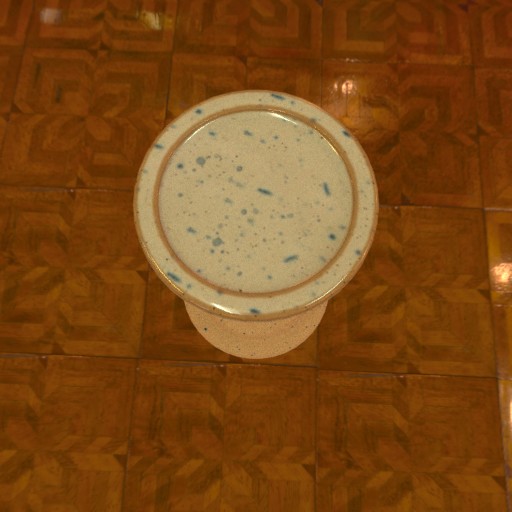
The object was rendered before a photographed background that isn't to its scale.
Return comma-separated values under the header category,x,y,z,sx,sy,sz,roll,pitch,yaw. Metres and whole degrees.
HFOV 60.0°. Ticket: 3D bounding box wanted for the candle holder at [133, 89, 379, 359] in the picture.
category,x,y,z,sx,sy,sz,roll,pitch,yaw
candle holder,0.000,0.000,0.282,0.123,0.202,0.123,0,76,0
